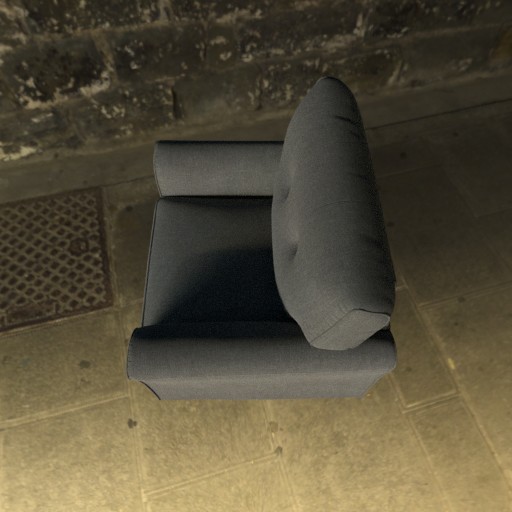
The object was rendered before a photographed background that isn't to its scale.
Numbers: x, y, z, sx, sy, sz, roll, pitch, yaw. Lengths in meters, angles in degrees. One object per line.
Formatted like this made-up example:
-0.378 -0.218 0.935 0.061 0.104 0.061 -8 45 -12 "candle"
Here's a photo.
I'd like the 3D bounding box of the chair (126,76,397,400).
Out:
0.000 0.000 1.616 0.816 0.890 0.941 -1 59 -1 "chair"
